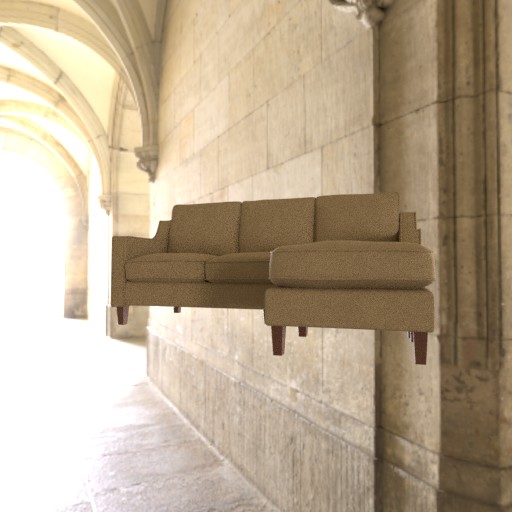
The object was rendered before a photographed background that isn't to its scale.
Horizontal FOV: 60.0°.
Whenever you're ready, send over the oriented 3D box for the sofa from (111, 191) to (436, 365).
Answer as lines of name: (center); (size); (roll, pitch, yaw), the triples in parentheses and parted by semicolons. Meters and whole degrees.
sofa: (0.000, 0.000, 3.222); (2.317, 1.066, 1.858); (0, -1, 18)
